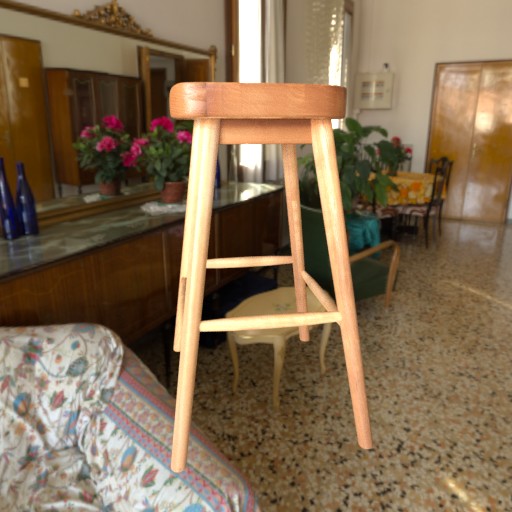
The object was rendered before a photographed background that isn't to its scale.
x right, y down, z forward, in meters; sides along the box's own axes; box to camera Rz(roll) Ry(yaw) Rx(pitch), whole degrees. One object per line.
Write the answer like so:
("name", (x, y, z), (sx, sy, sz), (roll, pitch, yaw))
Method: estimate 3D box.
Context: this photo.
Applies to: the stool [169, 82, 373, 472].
("stool", (0.000, 0.000, 0.885), (0.361, 0.615, 0.440), (-3, 17, -9))
